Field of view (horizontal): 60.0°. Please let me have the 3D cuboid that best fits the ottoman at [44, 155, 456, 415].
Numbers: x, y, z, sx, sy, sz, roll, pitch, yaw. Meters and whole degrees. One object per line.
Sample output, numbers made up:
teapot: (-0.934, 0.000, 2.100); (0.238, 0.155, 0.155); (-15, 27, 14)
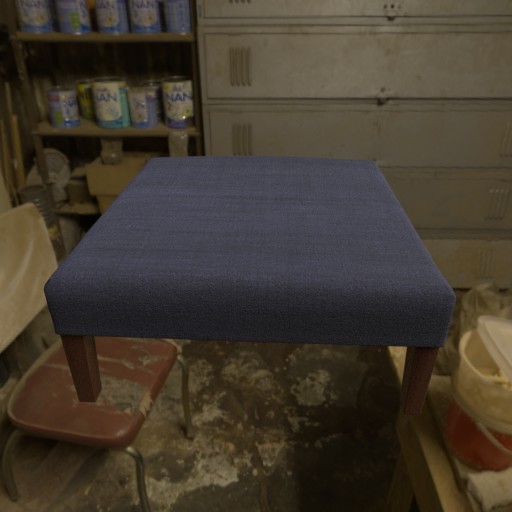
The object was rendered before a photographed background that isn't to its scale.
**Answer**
ottoman: (0.000, 0.000, 1.399); (0.890, 0.411, 0.889); (1, 30, 2)
